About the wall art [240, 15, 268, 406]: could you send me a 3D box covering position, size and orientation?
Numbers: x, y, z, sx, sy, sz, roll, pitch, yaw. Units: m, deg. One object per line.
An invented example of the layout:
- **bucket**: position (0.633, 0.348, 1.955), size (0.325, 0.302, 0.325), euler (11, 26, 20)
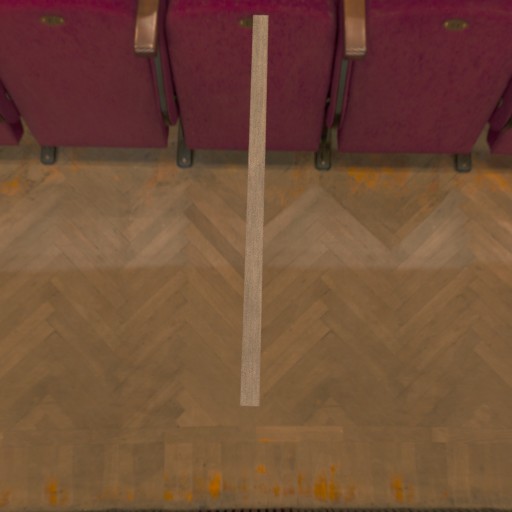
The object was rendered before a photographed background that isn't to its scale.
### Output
- **wall art**: position (0.000, 0.000, 0.808), size (0.020, 0.613, 0.481), euler (1, 75, 0)
